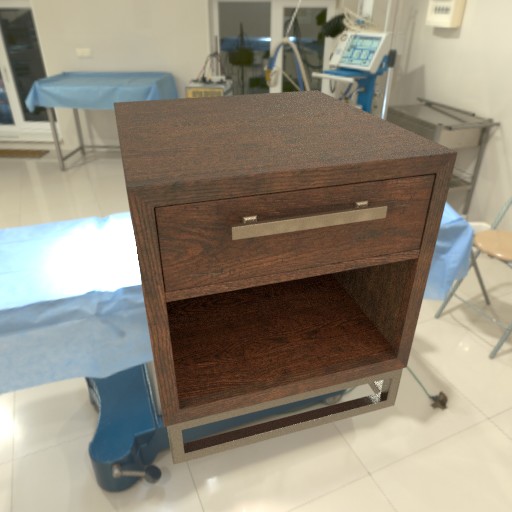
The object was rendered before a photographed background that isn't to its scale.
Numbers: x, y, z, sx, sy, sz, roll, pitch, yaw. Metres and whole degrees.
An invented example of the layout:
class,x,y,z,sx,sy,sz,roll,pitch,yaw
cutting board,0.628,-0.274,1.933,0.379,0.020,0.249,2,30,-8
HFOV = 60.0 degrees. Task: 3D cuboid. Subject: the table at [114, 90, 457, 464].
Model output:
class,x,y,z,sx,sy,sz,roll,pitch,yaw
table,0.000,0.000,0.991,0.506,0.582,0.566,-9,32,-15
